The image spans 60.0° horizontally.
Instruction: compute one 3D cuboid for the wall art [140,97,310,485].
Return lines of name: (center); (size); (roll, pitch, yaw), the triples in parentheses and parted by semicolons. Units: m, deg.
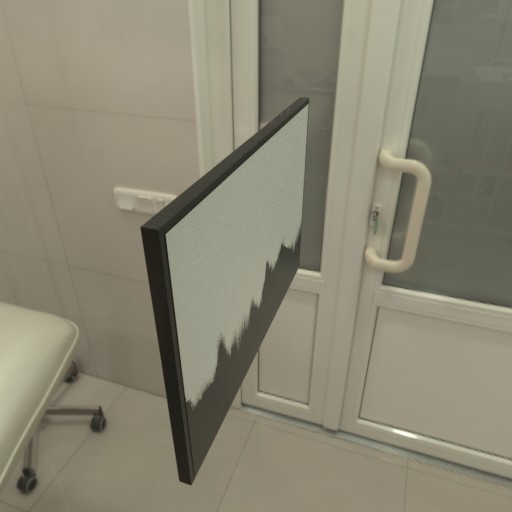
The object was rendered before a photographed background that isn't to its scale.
wall art: (0.000, 0.000, 0.835); (0.022, 0.446, 0.659); (10, 33, 16)
